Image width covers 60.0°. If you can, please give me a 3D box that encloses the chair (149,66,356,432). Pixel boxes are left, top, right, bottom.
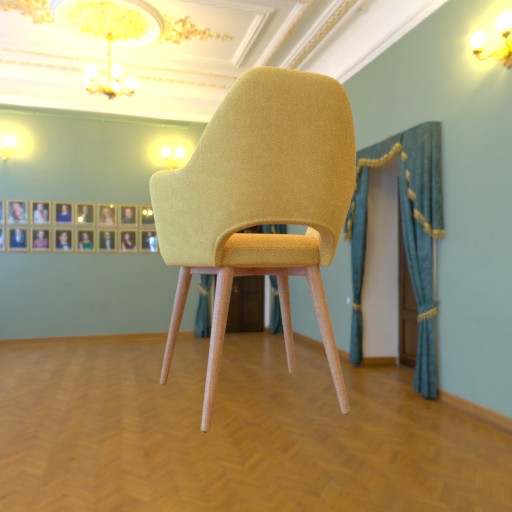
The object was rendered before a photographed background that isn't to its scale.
[{"bbox_3d":[0.000,0.000,1.273,0.590,0.840,0.610,0,-1,-19],"label":"chair"}]
